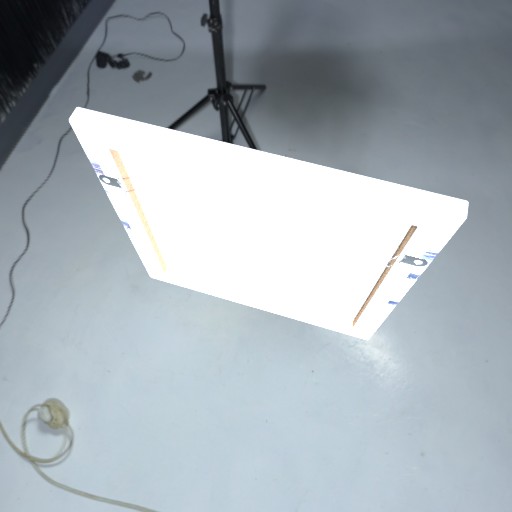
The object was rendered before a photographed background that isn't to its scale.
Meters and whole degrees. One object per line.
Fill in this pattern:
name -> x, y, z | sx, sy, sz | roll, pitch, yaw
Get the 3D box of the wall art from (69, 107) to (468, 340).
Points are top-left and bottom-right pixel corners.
wall art -> 0.000, 0.000, 1.139 | 0.755, 0.747, 0.065 | 15, 64, 8
